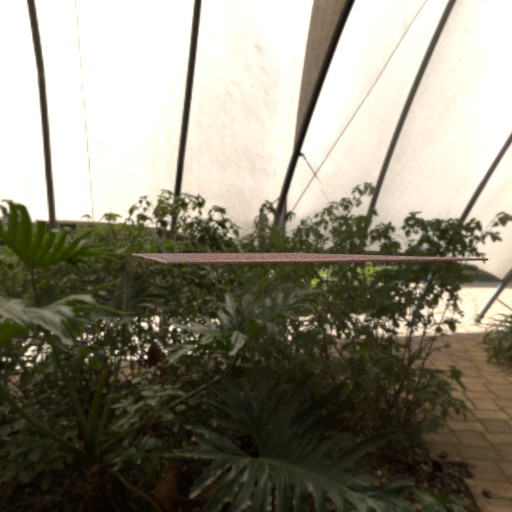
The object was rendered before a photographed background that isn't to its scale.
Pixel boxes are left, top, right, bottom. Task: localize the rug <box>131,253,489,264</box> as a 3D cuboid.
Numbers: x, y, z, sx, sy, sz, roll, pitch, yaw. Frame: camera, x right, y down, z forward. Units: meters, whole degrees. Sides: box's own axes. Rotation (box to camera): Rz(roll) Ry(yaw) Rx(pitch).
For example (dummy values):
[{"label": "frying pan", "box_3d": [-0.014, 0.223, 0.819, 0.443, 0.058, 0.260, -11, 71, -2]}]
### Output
[{"label": "rug", "box_3d": [0.000, 0.000, 3.029, 1.533, 0.011, 2.439, 0, 1, -19]}]
